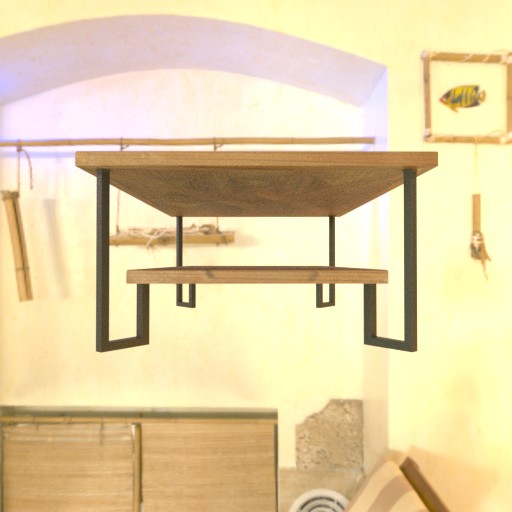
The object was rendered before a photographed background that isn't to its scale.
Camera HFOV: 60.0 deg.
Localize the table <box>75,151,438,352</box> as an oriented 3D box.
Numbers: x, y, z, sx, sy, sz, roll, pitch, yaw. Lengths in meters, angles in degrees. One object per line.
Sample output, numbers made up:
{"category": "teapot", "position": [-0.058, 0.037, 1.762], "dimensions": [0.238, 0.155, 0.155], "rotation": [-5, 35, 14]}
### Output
{"category": "table", "position": [0.000, 0.000, 1.681], "dimensions": [0.877, 0.492, 1.238], "rotation": [0, -1, 0]}
